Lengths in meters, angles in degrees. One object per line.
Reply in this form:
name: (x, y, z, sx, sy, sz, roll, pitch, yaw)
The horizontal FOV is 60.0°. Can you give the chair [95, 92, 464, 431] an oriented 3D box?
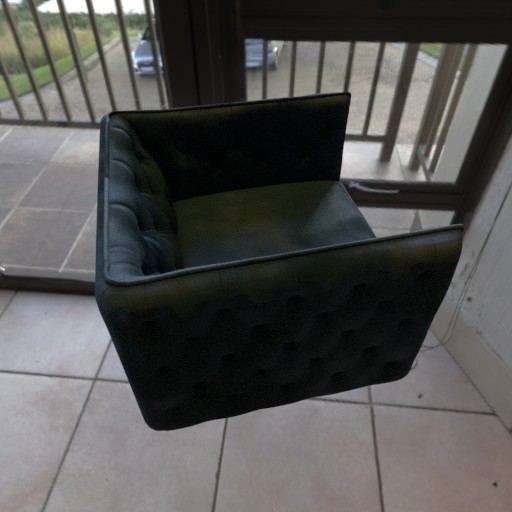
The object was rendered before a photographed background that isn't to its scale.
chair: (0.000, 0.000, 1.507, 0.877, 0.771, 0.868, -9, 46, -9)
